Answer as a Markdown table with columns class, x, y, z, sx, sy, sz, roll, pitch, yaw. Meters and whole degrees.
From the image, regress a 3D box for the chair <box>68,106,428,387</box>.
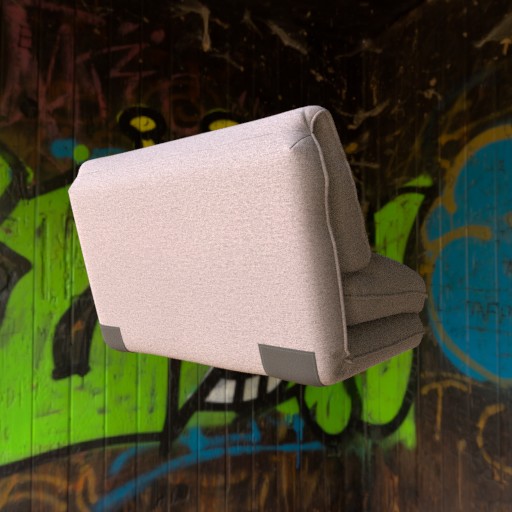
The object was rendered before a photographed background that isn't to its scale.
| class | x | y | z | sx | sy | sz | roll | pitch | yaw |
| --- | --- | --- | --- | --- | --- | --- | --- | --- | --- |
| chair | 0.000 | 0.000 | 1.331 | 0.820 | 0.580 | 0.780 | -1 | -2 | 36 |
